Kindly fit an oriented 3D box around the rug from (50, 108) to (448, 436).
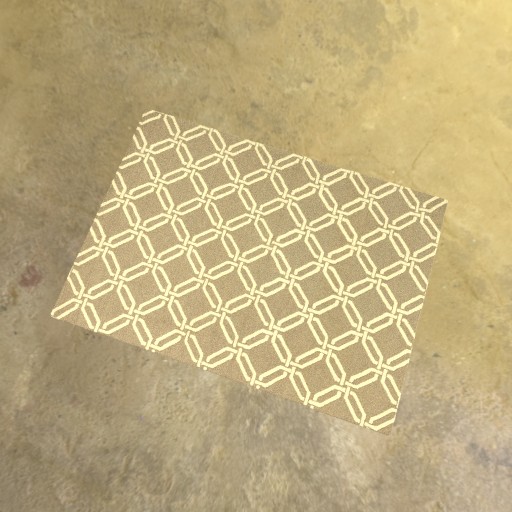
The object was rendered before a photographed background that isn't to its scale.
[{"bbox_3d":[0.000,0.000,4.473,3.419,0.020,2.441,18,75,5],"label":"rug"}]
